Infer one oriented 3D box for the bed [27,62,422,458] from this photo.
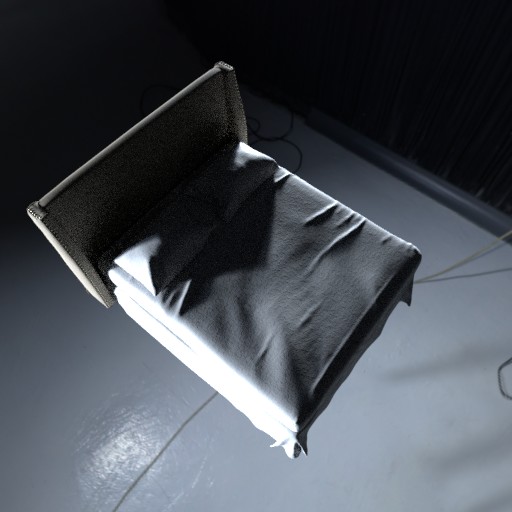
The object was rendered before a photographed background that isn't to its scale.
[{"bbox_3d":[0.000,0.000,3.397,2.276,1.332,1.925,35,66,18],"label":"bed"}]
